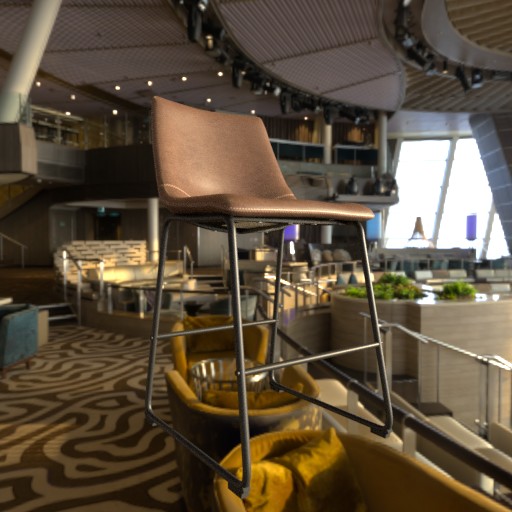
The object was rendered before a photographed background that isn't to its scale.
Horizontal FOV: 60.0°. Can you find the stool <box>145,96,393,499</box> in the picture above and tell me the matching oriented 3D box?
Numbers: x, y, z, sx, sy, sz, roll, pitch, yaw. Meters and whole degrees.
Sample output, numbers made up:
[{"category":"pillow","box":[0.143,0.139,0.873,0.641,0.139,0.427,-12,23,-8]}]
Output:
[{"category":"stool","box":[0.000,0.000,1.163,0.460,0.890,0.550,-1,2,-36]}]
